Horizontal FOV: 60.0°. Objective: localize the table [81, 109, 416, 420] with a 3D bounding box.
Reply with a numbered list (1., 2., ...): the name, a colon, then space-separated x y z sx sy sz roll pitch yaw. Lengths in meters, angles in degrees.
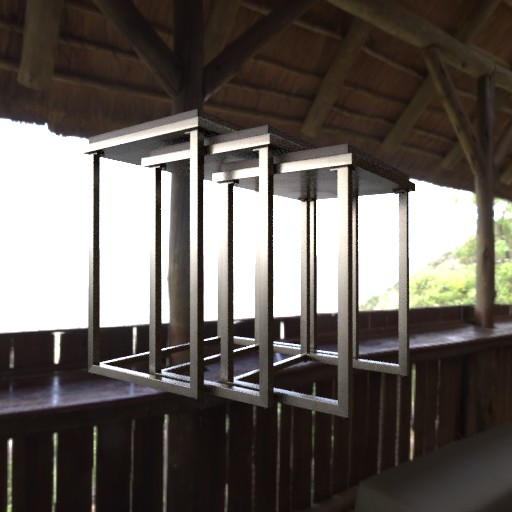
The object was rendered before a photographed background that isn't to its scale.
1. table: 0.000 0.000 1.159 0.706 0.610 0.559 0 0 35
